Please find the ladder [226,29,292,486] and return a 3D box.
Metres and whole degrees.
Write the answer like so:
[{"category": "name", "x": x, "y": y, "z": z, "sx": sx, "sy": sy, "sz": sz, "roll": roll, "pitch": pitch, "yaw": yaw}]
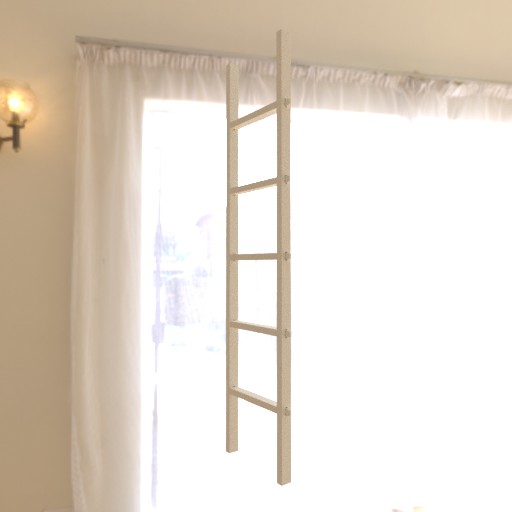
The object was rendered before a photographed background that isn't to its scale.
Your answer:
[{"category": "ladder", "x": 0.000, "y": 0.000, "z": 1.917, "sx": 0.051, "sy": 1.797, "sz": 0.452, "roll": 1, "pitch": -1, "yaw": -37}]
